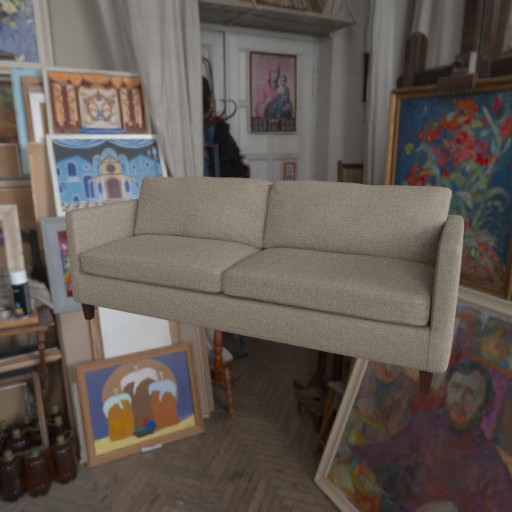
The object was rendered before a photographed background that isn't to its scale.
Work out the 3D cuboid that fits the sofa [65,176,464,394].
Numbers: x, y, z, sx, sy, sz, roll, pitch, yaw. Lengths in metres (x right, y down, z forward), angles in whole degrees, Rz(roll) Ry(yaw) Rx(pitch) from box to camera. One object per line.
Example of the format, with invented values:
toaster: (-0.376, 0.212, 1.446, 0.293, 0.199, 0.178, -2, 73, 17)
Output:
sofa: (0.000, 0.000, 2.907, 2.434, 0.965, 0.951, 7, 16, 24)
